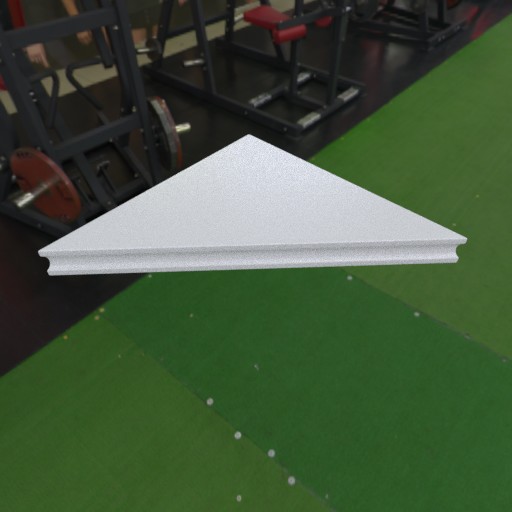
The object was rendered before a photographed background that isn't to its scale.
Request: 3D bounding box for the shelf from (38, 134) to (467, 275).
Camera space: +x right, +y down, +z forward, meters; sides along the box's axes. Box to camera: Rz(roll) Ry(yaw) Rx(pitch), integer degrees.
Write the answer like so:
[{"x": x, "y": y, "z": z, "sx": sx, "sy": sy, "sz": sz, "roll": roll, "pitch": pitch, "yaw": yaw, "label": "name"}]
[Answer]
[{"x": 0.000, "y": 0.000, "z": 0.441, "sx": 0.296, "sy": 0.035, "sz": 0.296, "roll": 33, "pitch": 53, "yaw": 29, "label": "shelf"}]
